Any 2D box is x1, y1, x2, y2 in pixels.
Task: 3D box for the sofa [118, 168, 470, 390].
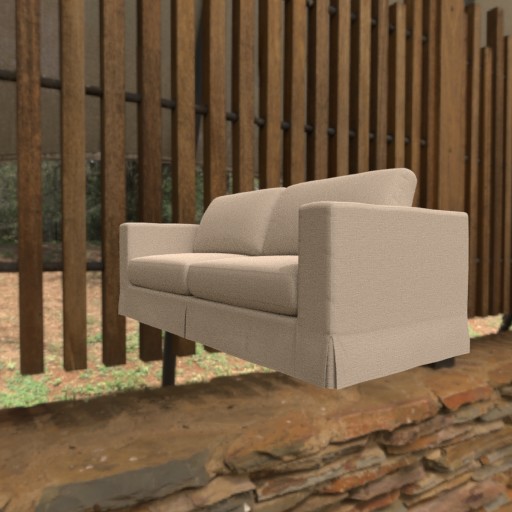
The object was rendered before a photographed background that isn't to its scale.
[{"bbox_3d":[0.000,0.000,2.673,0.954,0.881,2.163,-1,2,-36],"label":"sofa"}]
